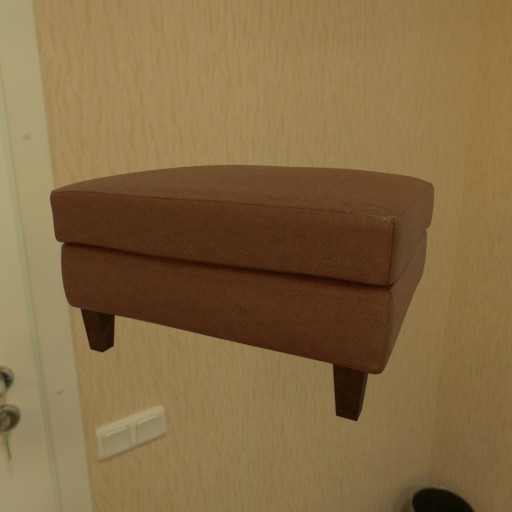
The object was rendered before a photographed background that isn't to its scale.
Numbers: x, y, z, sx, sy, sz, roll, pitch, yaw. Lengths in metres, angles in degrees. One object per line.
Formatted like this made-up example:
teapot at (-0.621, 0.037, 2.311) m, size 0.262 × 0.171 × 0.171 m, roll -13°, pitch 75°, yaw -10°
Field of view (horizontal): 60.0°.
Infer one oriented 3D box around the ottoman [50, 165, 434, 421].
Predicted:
ottoman at (0.000, 0.000, 1.224) m, size 0.851 × 0.485 × 0.650 m, roll 7°, pitch 17°, yaw 25°
